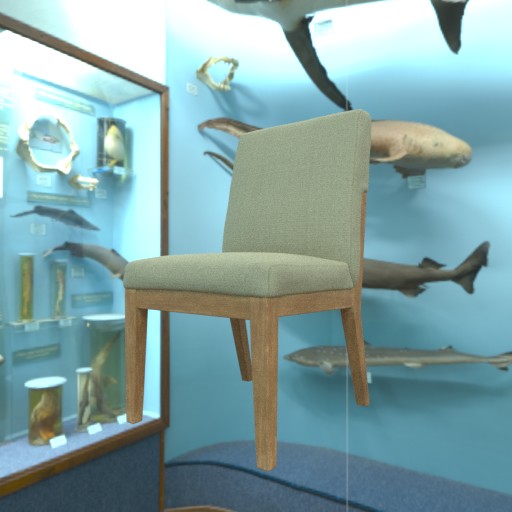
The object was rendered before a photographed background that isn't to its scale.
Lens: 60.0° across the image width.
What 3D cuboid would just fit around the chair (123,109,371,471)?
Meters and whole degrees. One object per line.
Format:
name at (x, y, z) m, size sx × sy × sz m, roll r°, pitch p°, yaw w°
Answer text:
chair at (0.000, 0.000, 1.295) m, size 0.507 × 0.911 × 0.586 m, roll 0°, pitch 0°, yaw 37°
